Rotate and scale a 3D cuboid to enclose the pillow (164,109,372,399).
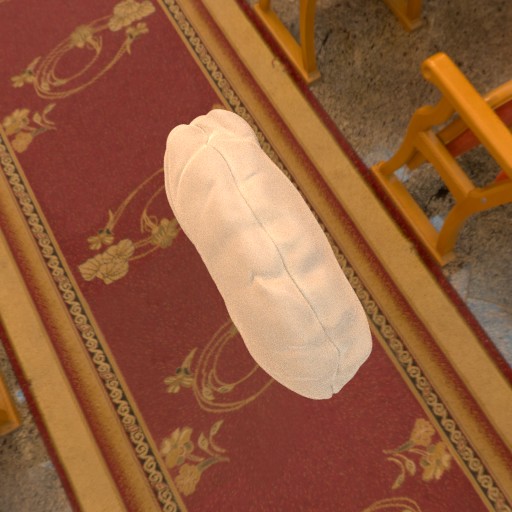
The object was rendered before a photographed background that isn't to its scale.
[{"bbox_3d":[0.000,0.000,0.633,0.148,0.407,0.428,-29,77,-7],"label":"pillow"}]
